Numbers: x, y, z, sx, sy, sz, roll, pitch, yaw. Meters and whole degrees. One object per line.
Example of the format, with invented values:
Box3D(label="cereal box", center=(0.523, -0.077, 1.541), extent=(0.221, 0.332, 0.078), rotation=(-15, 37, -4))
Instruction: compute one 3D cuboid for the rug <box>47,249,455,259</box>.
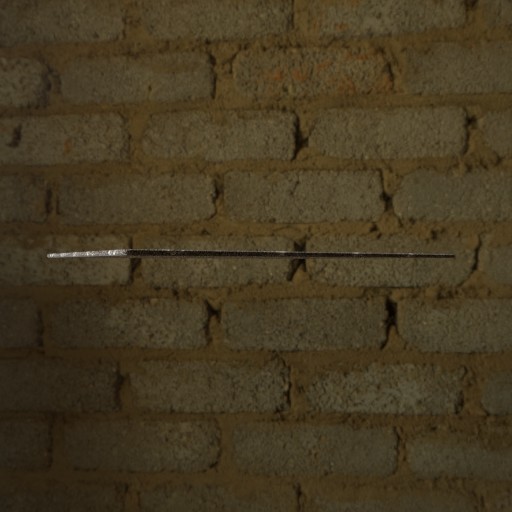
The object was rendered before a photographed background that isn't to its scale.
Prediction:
Box3D(label="rug", center=(0.000, 0.000, 3.533), extent=(2.743, 0.030, 1.778), rotation=(0, -1, -36))
